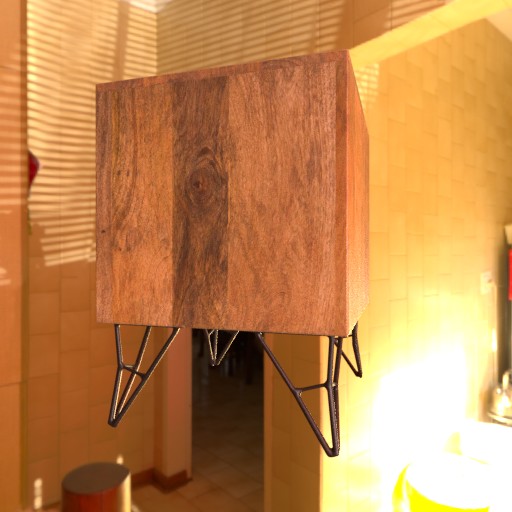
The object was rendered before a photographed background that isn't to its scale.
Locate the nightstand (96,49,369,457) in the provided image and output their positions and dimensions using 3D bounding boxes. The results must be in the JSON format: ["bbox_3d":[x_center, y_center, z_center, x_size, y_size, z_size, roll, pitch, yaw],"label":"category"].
[{"bbox_3d":[0.000,0.000,0.873,0.406,0.559,0.457,0,0,18],"label":"nightstand"}]
